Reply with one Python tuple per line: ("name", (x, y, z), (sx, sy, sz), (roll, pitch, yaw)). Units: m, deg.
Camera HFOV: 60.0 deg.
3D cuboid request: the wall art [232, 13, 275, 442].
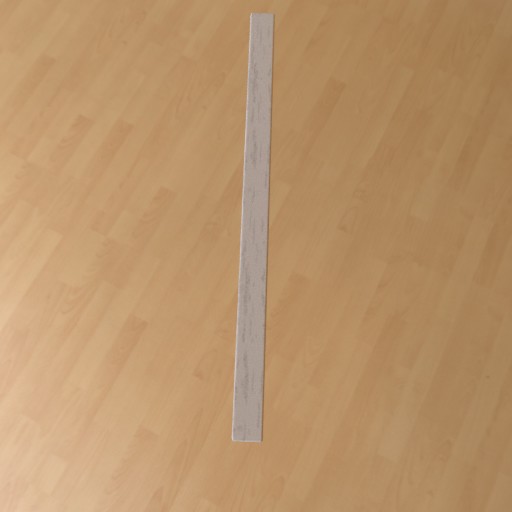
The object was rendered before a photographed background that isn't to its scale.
("wall art", (0.000, 0.000, 1.888), (0.078, 1.288, 1.287), (2, 76, 0))
